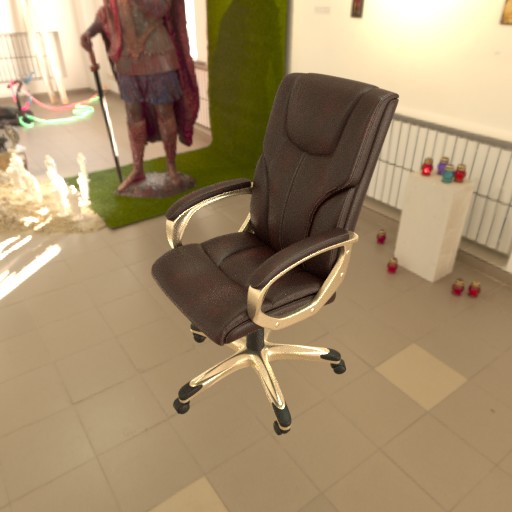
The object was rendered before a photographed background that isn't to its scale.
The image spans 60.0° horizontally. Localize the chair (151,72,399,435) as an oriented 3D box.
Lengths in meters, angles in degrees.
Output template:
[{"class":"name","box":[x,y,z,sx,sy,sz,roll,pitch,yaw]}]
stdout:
[{"class":"chair","box":[0.000,0.000,1.548,0.739,1.107,0.662,-21,37,-30]}]
